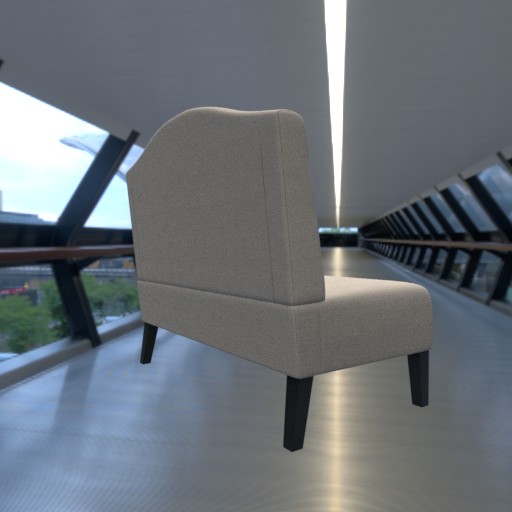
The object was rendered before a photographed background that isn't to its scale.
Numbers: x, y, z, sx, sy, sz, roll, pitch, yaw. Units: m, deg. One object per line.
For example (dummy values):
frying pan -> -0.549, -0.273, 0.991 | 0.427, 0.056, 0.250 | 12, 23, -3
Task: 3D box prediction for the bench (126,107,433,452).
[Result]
bench -> 0.000, 0.000, 2.063 | 0.815, 1.180, 1.335 | -1, 1, -35
